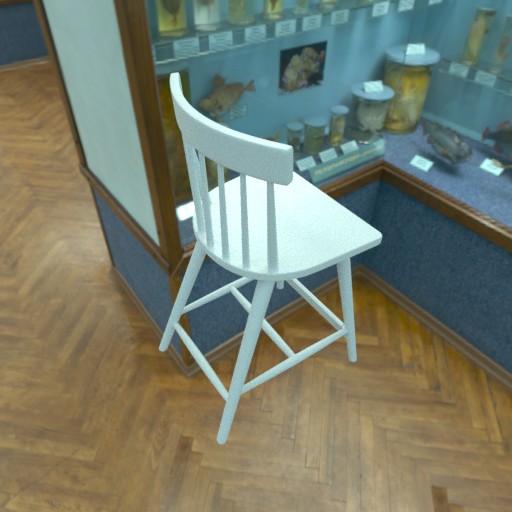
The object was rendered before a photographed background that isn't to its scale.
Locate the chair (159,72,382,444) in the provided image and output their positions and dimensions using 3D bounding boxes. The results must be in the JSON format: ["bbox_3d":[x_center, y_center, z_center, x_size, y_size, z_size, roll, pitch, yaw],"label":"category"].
[{"bbox_3d":[0.000,0.000,1.299,0.572,0.952,0.483,-24,47,-25],"label":"chair"}]
